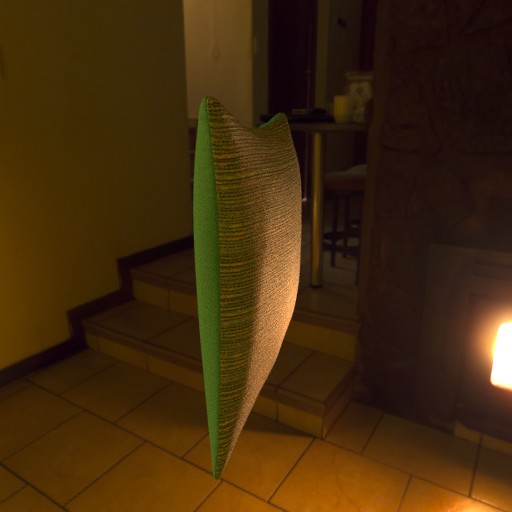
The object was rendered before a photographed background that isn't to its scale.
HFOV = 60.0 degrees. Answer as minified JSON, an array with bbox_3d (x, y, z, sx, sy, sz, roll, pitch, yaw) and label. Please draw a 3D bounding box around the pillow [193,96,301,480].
[{"bbox_3d":[0.000,0.000,0.773,0.150,0.497,0.514,4,17,12],"label":"pillow"}]
